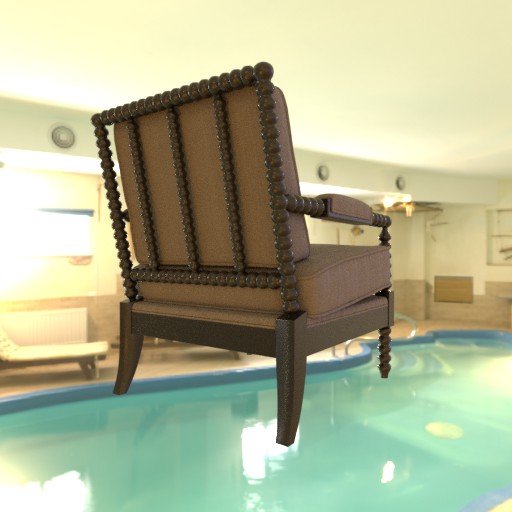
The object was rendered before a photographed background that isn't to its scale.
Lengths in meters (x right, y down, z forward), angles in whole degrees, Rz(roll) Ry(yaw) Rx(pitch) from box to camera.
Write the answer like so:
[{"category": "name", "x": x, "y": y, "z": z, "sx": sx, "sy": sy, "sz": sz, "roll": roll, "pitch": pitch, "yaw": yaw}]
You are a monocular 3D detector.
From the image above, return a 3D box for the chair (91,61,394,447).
[{"category": "chair", "x": 0.000, "y": 0.000, "z": 1.115, "sx": 0.540, "sy": 0.661, "sz": 0.622, "roll": 0, "pitch": 1, "yaw": 36}]
